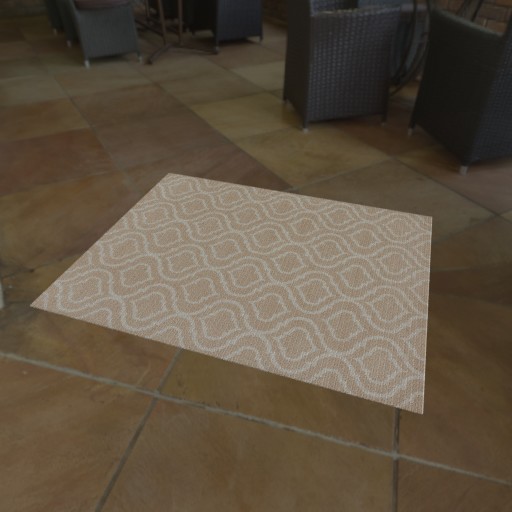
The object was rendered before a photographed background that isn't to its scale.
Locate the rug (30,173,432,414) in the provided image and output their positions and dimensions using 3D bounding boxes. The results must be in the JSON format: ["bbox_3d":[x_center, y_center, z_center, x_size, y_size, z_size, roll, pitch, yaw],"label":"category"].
[{"bbox_3d":[0.000,0.000,3.887,2.894,0.013,2.286,12,40,15],"label":"rug"}]
